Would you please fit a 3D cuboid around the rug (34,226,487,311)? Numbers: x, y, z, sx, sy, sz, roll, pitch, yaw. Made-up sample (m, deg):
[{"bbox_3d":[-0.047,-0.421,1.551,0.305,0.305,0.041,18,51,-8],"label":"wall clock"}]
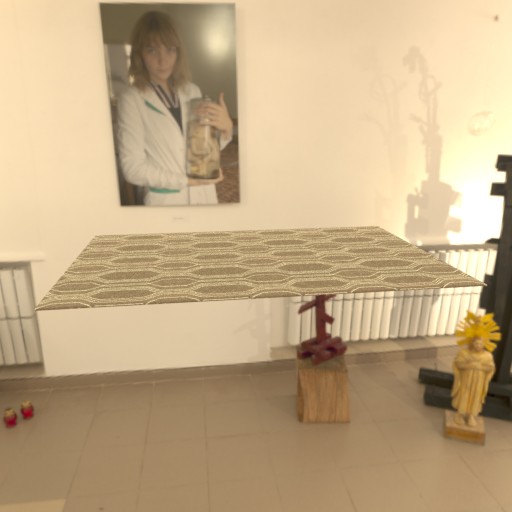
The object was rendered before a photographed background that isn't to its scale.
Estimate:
[{"bbox_3d":[0.000,0.000,3.096,2.457,0.012,1.541,-2,17,-8],"label":"rug"}]
